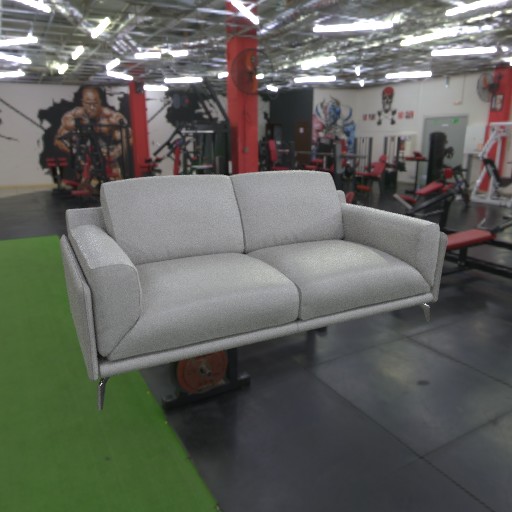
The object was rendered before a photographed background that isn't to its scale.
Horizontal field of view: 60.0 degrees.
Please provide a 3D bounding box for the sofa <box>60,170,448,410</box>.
[{"bbox_3d":[0.000,0.000,2.678,2.101,0.930,1.049,-8,17,-26],"label":"sofa"}]
